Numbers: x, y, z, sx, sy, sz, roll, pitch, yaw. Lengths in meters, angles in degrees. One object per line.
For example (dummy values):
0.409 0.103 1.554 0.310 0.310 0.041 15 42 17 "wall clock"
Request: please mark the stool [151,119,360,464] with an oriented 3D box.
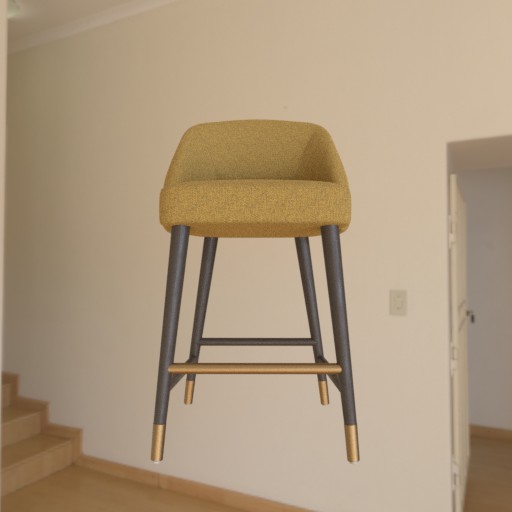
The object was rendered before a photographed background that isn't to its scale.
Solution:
0.000 0.000 1.250 0.536 0.939 0.522 0 -2 1 "stool"
